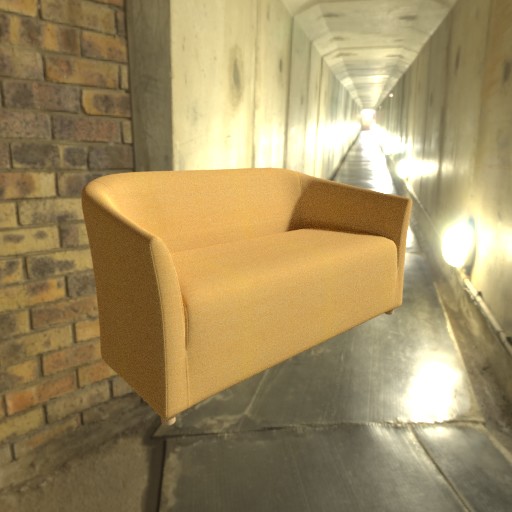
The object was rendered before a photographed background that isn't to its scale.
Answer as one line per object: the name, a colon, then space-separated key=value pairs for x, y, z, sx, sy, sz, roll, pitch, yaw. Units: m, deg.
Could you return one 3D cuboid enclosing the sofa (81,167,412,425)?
sofa: x=0.000 y=0.000 z=1.926 sx=1.452 sy=0.721 sz=0.705 roll=-13 pitch=18 yaw=-43
